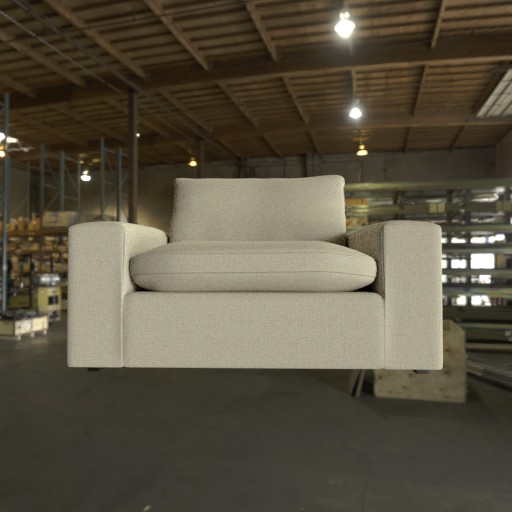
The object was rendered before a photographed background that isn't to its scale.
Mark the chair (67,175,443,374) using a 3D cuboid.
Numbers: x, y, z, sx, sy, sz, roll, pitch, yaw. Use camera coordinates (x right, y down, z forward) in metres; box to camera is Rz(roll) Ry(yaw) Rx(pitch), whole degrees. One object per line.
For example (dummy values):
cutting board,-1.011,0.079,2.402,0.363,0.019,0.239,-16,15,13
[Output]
chair,0.000,0.000,2.093,1.398,0.915,1.039,0,-1,2
